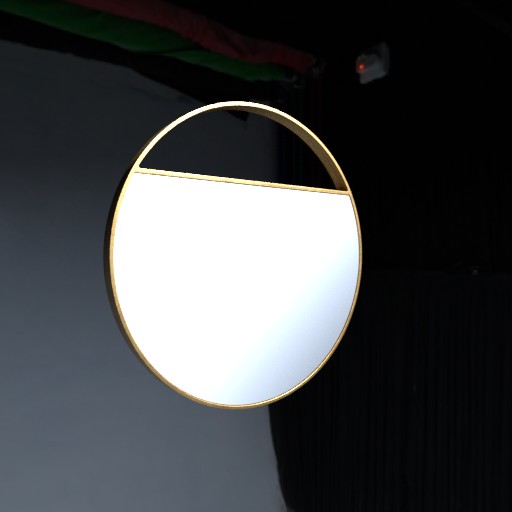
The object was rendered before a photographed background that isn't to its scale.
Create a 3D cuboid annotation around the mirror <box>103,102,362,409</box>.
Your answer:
[{"bbox_3d":[0.000,0.000,0.843,0.565,0.565,0.032,-1,1,-36],"label":"mirror"}]
